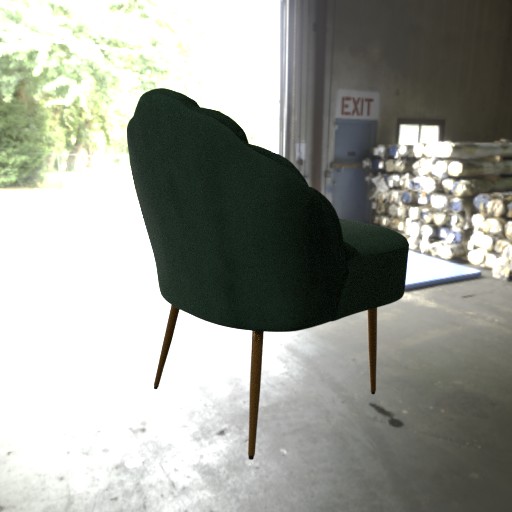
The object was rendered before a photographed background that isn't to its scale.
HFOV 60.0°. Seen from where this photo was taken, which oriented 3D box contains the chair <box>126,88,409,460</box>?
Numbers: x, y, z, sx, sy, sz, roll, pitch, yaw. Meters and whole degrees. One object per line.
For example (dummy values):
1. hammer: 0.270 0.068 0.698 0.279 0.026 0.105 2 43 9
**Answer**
1. chair: 0.000 0.000 1.215 0.599 0.819 0.657 -13 19 -42
